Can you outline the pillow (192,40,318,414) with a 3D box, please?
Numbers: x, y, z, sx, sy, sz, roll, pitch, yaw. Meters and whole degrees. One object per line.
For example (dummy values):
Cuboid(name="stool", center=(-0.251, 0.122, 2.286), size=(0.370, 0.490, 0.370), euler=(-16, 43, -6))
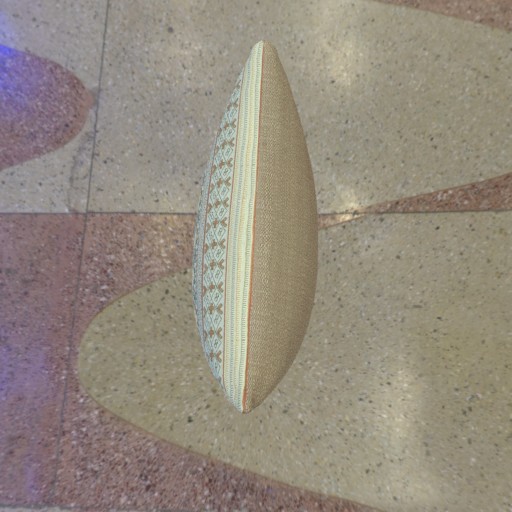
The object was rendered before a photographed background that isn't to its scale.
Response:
Cuboid(name="pillow", center=(0.000, 0.000, 0.815), size=(0.215, 0.519, 0.521), euler=(3, 76, 1))
